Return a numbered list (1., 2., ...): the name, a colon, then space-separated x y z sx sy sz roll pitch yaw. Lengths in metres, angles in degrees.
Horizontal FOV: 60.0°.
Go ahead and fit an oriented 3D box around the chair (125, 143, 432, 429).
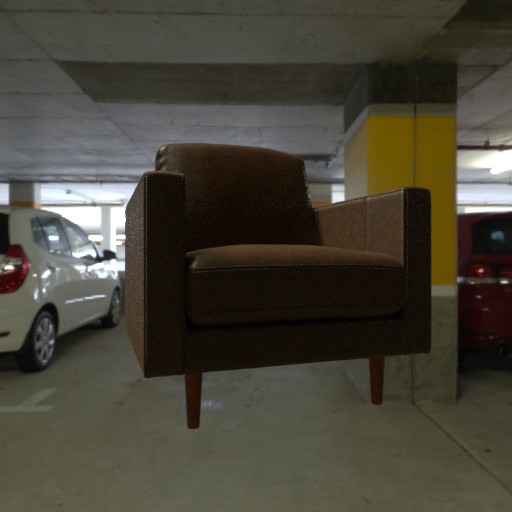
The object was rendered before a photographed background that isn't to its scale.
1. chair: 0.000 0.000 1.641 0.890 0.956 0.909 0 0 -19
